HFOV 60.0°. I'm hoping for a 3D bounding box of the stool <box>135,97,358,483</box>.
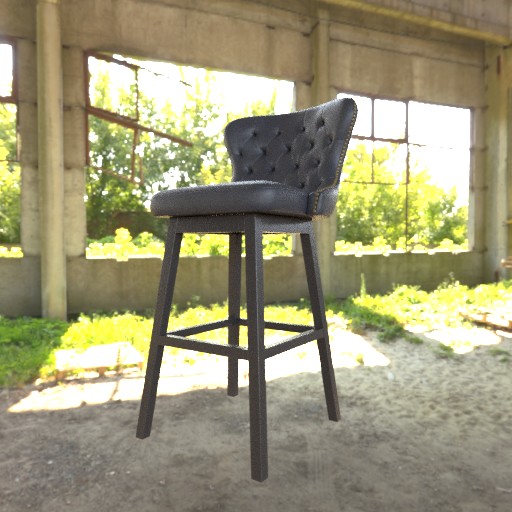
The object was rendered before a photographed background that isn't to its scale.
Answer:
[{"bbox_3d":[0.000,0.000,1.402,0.528,1.050,0.601,1,2,34],"label":"stool"}]
